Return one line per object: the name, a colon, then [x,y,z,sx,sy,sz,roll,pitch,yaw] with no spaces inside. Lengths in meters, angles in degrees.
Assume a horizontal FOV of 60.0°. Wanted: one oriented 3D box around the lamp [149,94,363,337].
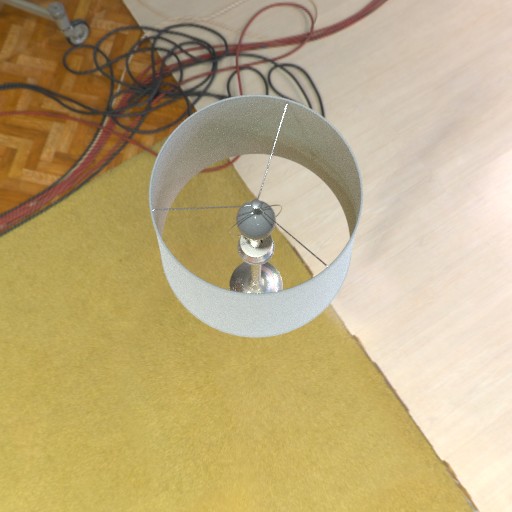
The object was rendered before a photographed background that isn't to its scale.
lamp: [0.000,0.000,0.880,0.331,0.698,0.331,0,77,0]
